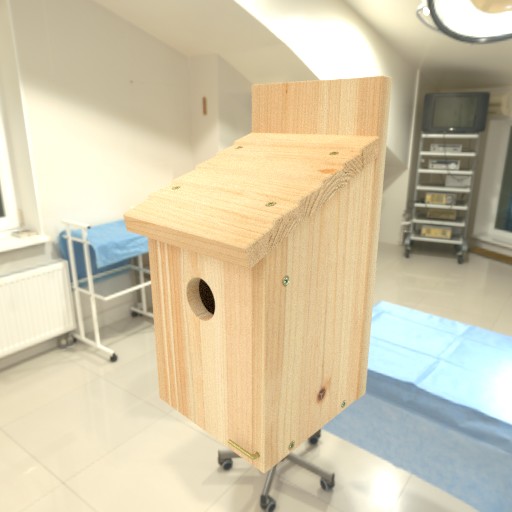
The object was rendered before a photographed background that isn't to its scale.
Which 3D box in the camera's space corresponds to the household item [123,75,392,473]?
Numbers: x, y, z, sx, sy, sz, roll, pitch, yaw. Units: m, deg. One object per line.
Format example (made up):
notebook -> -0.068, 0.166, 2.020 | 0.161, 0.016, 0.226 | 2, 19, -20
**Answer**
household item -> 0.000, 0.000, 0.396 | 0.149, 0.300, 0.171 | 16, 23, 42
